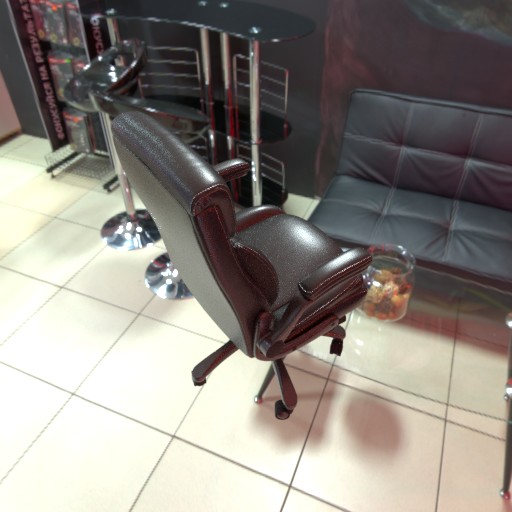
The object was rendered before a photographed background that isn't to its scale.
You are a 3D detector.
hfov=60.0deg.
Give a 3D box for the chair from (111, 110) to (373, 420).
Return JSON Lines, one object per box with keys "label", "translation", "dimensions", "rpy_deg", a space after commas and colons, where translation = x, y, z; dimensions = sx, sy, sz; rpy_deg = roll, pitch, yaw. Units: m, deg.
{"label": "chair", "translation": [0.000, 0.000, 1.652], "dimensions": [0.724, 1.110, 0.782], "rpy_deg": [-24, 46, -25]}
